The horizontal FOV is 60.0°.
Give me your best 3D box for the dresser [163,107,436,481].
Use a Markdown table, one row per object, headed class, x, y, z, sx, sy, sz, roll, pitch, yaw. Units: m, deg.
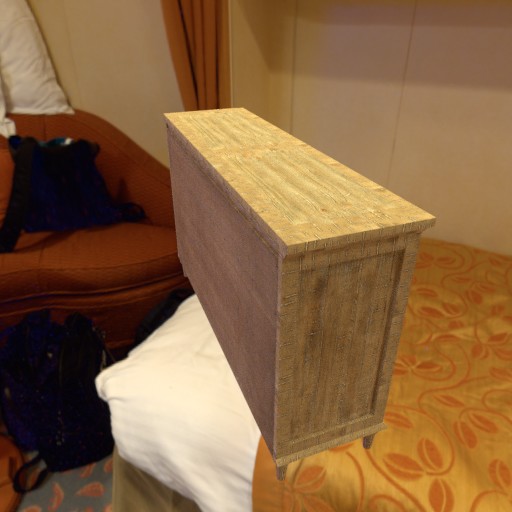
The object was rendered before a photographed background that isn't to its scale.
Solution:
| class | x | y | z | sx | sy | sz | roll | pitch | yaw |
| --- | --- | --- | --- | --- | --- | --- | --- | --- | --- |
| dresser | 0.000 | 0.000 | 2.078 | 0.457 | 1.016 | 1.626 | -11 | 31 | -18 |
